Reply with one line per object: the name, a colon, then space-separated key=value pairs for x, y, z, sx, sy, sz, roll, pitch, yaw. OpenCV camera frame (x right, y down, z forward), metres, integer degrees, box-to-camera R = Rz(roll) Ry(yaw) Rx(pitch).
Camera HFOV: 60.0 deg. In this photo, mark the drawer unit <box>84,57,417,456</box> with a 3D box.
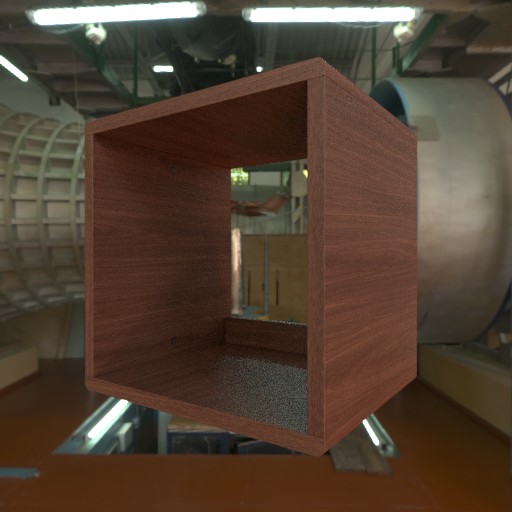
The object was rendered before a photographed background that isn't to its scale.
drawer unit: x=0.000 y=0.000 z=0.604 sx=0.349 sy=0.351 sz=0.290 roll=0 pitch=0 yaw=35
